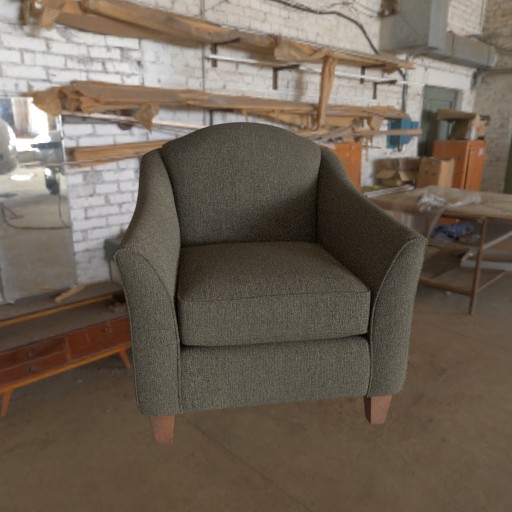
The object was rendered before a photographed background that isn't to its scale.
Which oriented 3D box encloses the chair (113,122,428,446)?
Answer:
[{"bbox_3d":[0.000,0.000,1.433,0.763,0.839,0.787,-2,16,-8],"label":"chair"}]
